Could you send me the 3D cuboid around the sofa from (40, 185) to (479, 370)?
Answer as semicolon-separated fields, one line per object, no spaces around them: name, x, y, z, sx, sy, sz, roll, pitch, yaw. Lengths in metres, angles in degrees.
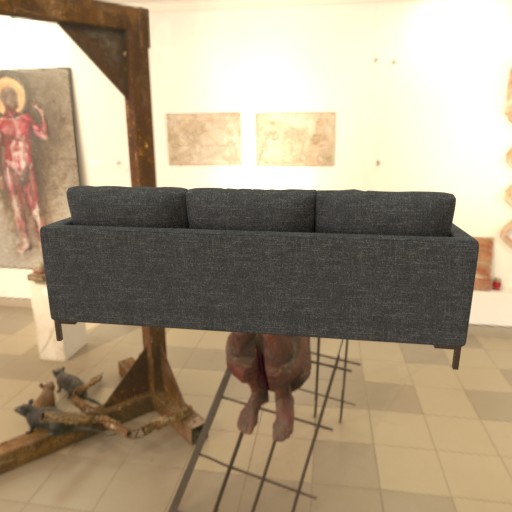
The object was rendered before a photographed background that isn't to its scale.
sofa;0.000;0.000;2.651;2.218;0.874;0.859;2;16;8
